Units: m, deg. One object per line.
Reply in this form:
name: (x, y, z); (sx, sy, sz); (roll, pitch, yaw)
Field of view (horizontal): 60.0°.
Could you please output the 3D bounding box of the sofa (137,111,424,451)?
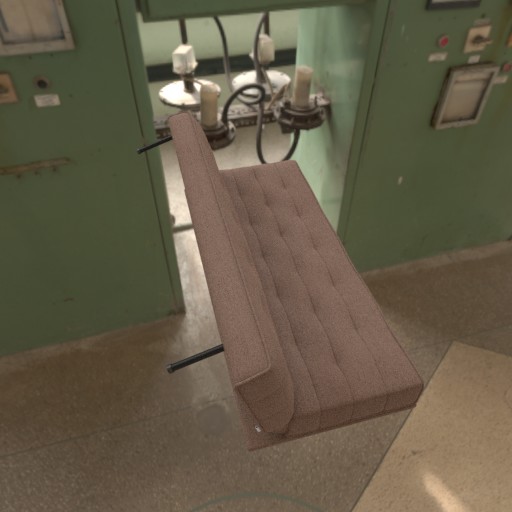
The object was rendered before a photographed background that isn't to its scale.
sofa: (0.000, 0.000, 2.360); (1.038, 0.810, 1.820); (-11, 47, -10)
